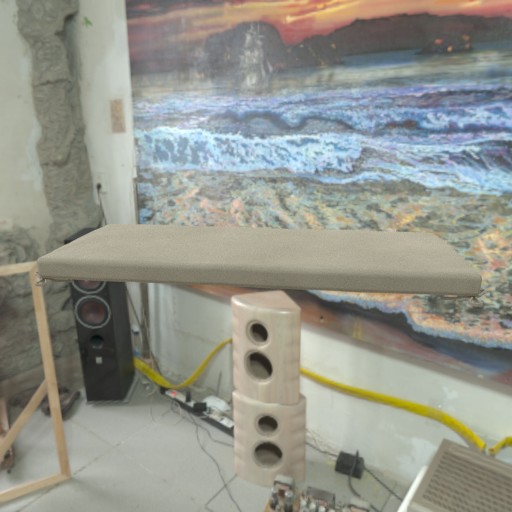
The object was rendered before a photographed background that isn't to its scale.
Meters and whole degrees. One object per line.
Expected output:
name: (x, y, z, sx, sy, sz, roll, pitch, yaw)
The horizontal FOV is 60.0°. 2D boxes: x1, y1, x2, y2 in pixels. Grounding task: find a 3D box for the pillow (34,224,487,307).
pillow: (0.000, 0.000, 1.321, 1.187, 0.081, 0.492, 2, 16, 7)
